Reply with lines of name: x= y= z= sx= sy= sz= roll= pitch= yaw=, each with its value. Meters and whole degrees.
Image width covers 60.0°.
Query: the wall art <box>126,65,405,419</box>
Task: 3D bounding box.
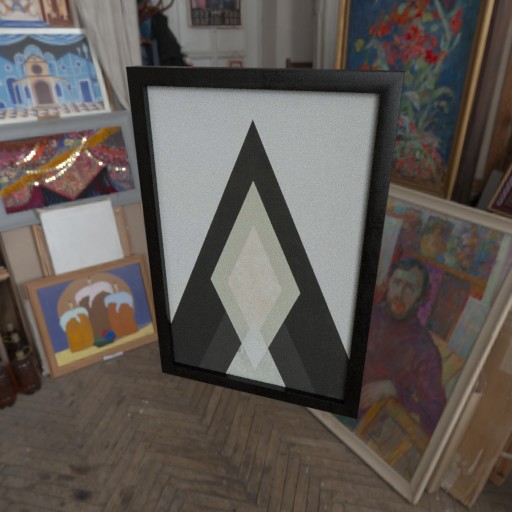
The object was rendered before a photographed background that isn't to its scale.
wall art: x=0.000 y=0.000 z=0.586 sx=0.313 sy=0.457 sz=0.031 roll=8 pitch=27 yaw=16
